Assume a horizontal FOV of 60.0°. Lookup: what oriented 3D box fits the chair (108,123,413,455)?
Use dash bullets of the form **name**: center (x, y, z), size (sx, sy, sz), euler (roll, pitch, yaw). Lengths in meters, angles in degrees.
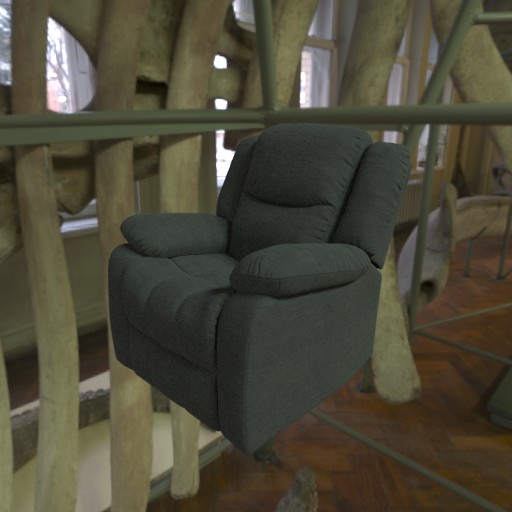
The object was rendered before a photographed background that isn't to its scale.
- **chair**: center (0.000, 0.000, 1.770), size (0.899, 1.008, 0.944), euler (16, 24, 42)
